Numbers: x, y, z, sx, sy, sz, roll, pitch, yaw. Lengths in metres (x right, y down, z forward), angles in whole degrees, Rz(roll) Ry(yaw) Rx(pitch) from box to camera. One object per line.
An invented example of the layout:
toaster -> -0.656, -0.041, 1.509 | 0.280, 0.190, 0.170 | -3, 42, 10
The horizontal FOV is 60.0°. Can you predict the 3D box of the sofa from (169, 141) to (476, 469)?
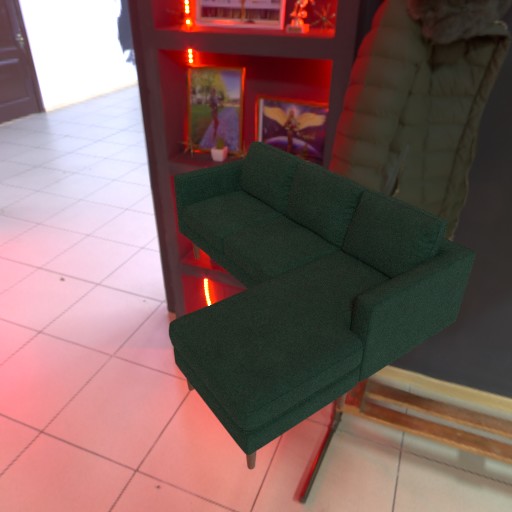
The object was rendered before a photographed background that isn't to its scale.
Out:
sofa -> 0.000, 0.000, 2.880 | 1.580, 0.899, 2.030 | -21, 37, -30
